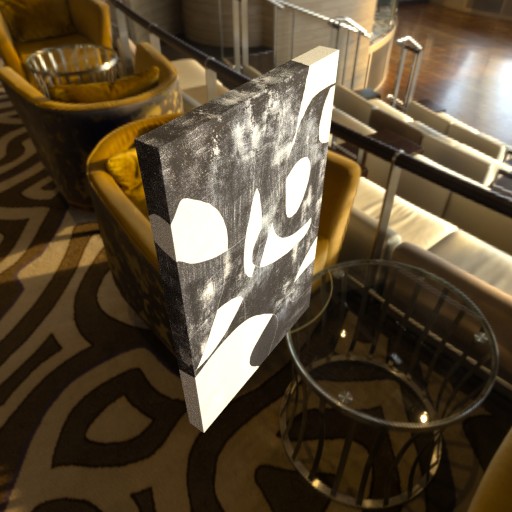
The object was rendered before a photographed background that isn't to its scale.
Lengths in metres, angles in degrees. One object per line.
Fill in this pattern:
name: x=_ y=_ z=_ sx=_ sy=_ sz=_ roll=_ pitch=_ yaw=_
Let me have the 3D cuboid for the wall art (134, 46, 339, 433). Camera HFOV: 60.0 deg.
wall art: x=0.000 y=0.000 z=0.796 sx=0.039 sy=0.610 sz=0.407 roll=25 pitch=47 yaw=26
